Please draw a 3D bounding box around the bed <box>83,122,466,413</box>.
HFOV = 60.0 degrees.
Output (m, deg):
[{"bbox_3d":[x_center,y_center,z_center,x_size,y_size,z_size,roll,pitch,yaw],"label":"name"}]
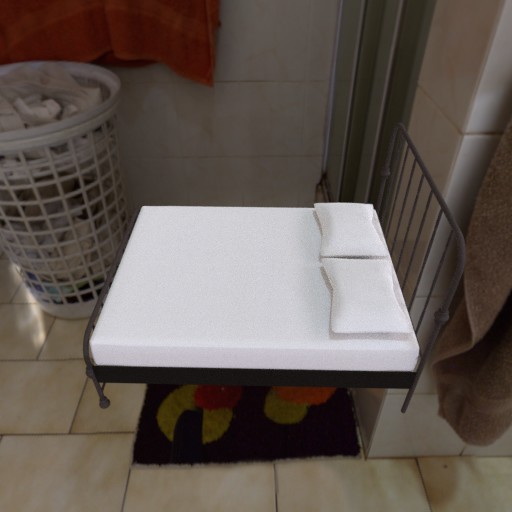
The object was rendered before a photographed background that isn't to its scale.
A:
[{"bbox_3d":[0.000,0.000,3.177,2.134,1.446,1.616,1,40,1],"label":"bed"}]
